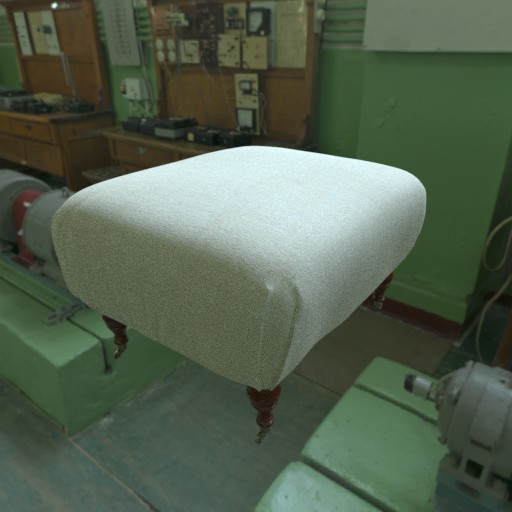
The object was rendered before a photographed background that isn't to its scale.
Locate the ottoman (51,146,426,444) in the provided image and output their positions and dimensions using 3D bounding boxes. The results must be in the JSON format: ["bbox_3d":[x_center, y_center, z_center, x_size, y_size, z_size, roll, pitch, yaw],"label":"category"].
[{"bbox_3d":[0.000,0.000,1.104,0.622,0.450,0.747,18,31,32],"label":"ottoman"}]
